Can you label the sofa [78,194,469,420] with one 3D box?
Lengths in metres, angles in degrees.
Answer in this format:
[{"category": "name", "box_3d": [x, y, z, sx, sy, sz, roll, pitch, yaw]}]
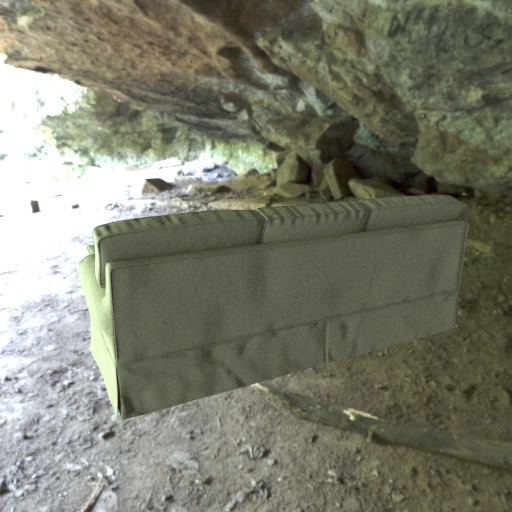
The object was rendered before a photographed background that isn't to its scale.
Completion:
[{"category": "sofa", "box_3d": [0.000, 0.000, 3.296, 2.475, 0.978, 1.733, -8, 17, -26]}]
